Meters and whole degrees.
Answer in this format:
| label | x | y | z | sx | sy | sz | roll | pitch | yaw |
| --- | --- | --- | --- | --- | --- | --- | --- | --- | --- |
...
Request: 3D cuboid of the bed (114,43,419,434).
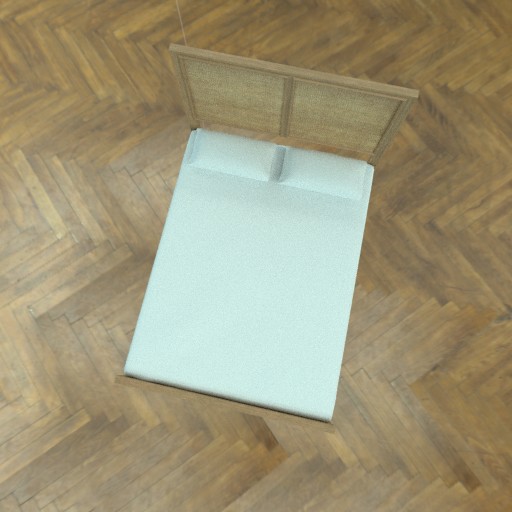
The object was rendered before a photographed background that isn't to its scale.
| label | x | y | z | sx | sy | sz | roll | pitch | yaw |
| --- | --- | --- | --- | --- | --- | --- | --- | --- | --- |
| bed | 0.000 | 0.000 | 3.226 | 1.606 | 1.387 | 2.184 | 12 | 76 | 3 |
